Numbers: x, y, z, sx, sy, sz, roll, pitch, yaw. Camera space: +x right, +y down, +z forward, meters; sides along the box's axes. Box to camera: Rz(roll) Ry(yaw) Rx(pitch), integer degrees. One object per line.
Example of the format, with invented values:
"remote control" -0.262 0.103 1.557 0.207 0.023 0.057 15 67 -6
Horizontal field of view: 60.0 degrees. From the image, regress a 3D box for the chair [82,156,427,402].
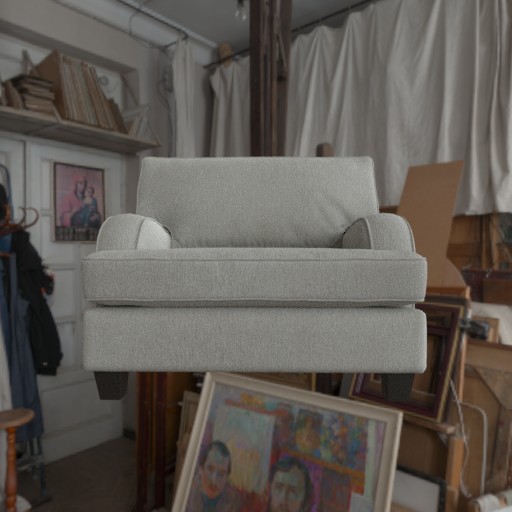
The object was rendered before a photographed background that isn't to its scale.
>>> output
"chair" 0.000 0.000 1.997 1.220 1.016 1.041 0 0 1
